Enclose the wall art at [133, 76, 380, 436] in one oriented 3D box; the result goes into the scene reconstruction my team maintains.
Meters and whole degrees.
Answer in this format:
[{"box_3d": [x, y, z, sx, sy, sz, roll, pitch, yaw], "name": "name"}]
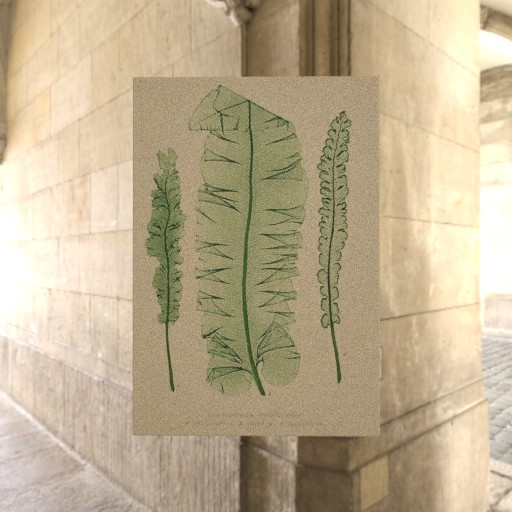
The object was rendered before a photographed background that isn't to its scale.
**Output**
[{"box_3d": [0.000, 0.000, 0.770, 0.418, 0.608, 0.038, 0, 0, 1], "name": "wall art"}]
